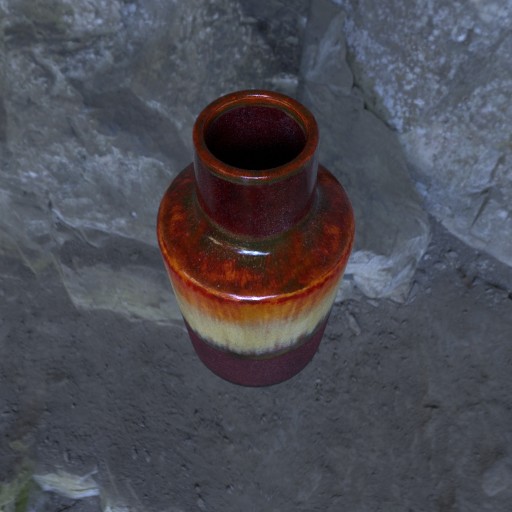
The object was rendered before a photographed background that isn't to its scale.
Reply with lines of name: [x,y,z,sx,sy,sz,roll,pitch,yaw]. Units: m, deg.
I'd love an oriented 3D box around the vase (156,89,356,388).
vase: [0.000,0.000,0.273,0.108,0.204,0.108,0,58,0]
